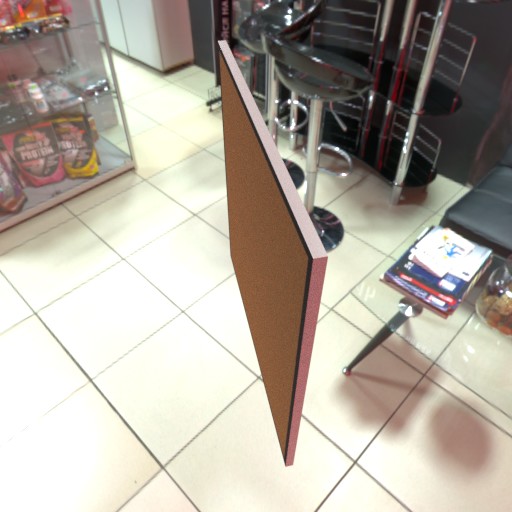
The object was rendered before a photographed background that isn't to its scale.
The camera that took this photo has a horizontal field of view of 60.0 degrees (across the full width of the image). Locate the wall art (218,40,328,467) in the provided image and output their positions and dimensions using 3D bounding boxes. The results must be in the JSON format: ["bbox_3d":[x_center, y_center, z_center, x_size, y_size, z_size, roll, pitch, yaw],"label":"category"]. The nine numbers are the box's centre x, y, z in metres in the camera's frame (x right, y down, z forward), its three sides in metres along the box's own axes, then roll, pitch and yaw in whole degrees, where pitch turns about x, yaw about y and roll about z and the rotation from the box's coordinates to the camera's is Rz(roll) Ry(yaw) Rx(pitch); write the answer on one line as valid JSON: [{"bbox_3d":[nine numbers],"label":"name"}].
[{"bbox_3d":[0.000,0.000,1.170,0.022,0.803,0.805,-9,47,-9],"label":"wall art"}]
